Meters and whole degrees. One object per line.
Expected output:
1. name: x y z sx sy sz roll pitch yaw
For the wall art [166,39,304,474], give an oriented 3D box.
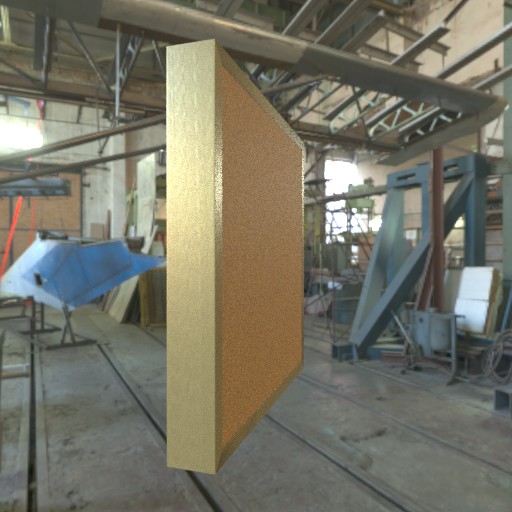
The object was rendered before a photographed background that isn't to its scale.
1. wall art: 0.000 0.000 0.460 0.038 0.305 0.304 0 0 18
